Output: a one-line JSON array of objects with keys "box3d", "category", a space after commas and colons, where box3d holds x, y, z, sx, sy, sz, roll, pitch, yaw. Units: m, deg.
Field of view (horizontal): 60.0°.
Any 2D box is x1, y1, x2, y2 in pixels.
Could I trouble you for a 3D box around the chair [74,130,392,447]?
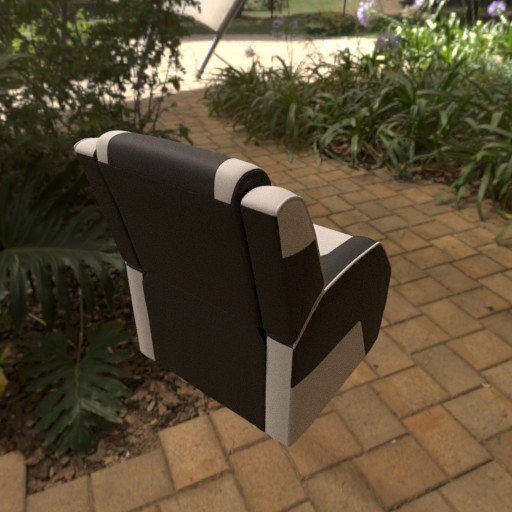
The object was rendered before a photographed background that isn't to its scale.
[{"box3d": [0.000, 0.000, 1.316, 0.620, 0.805, 0.672, 21, 37, 32], "category": "chair"}]
